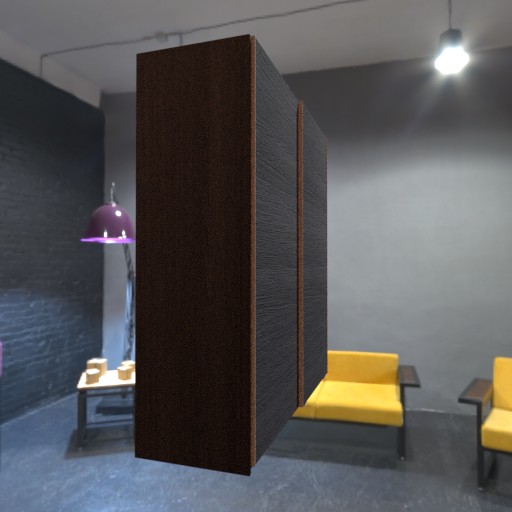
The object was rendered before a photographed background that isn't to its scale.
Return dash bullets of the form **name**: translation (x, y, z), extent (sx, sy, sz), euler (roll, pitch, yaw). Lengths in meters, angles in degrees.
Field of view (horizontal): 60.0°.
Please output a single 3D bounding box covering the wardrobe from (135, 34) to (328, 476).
- **wardrobe**: translation (0.000, 0.000, 2.886), extent (0.629, 1.960, 1.780), euler (0, -1, 19)
